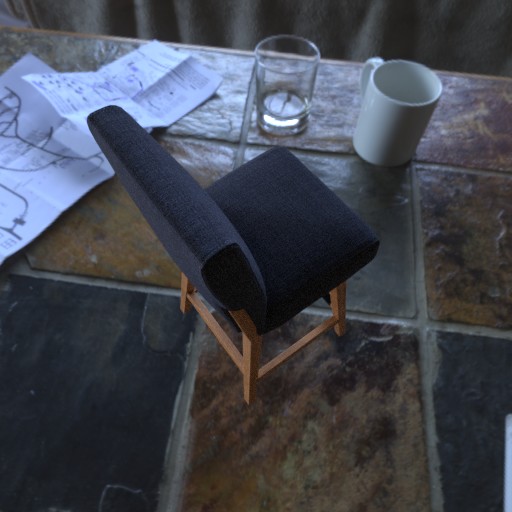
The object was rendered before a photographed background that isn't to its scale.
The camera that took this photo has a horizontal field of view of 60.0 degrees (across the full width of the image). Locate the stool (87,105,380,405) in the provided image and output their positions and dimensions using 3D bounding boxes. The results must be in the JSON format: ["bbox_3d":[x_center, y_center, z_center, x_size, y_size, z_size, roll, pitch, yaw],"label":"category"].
[{"bbox_3d":[0.000,0.000,1.269,0.526,1.010,0.459,-32,64,-18],"label":"stool"}]
